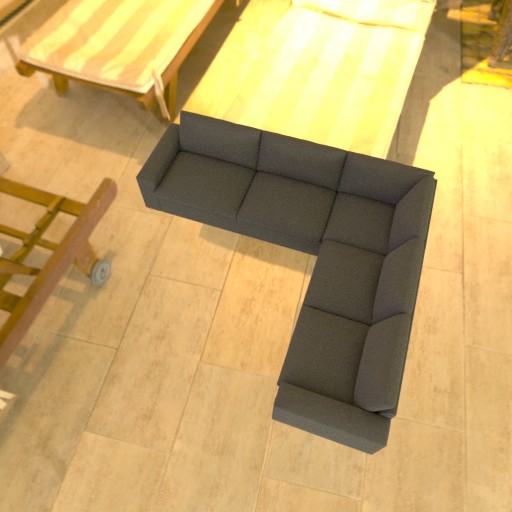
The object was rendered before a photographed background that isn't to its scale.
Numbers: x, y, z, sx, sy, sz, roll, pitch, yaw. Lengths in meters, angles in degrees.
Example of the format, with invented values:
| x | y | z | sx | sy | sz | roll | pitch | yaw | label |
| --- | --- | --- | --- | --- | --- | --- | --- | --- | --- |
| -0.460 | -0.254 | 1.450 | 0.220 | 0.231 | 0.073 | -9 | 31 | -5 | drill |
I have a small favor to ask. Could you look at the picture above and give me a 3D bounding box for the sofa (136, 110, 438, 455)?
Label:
| x | y | z | sx | sy | sz | roll | pitch | yaw | label |
| --- | --- | --- | --- | --- | --- | --- | --- | --- | --- |
| 0.000 | 0.000 | 4.724 | 3.277 | 0.965 | 2.895 | 16 | 60 | 10 | sofa |
